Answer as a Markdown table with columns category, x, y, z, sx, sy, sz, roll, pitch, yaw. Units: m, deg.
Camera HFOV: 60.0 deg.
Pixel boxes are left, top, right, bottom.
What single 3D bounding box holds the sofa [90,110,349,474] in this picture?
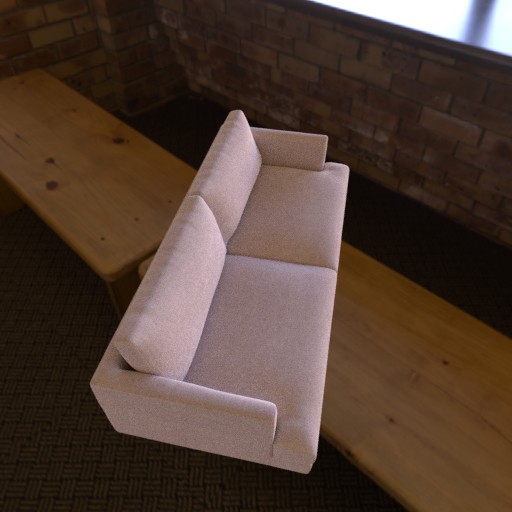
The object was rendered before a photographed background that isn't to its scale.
| category | x | y | z | sx | sy | sz | roll | pitch | yaw |
| --- | --- | --- | --- | --- | --- | --- | --- | --- | --- |
| sofa | 0.000 | 0.000 | 2.754 | 1.020 | 0.868 | 2.250 | 9 | 47 | 8 |
